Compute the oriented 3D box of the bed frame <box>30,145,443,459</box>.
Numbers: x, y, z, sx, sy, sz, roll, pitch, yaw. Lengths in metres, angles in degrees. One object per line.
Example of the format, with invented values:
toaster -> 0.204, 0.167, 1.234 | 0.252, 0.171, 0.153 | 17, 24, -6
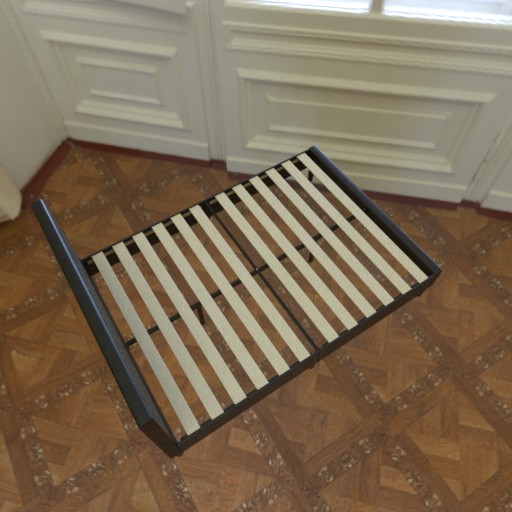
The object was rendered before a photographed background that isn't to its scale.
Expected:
bed frame -> 0.000, 0.000, 2.967 | 2.152, 1.046, 1.469 | -29, 62, -17
